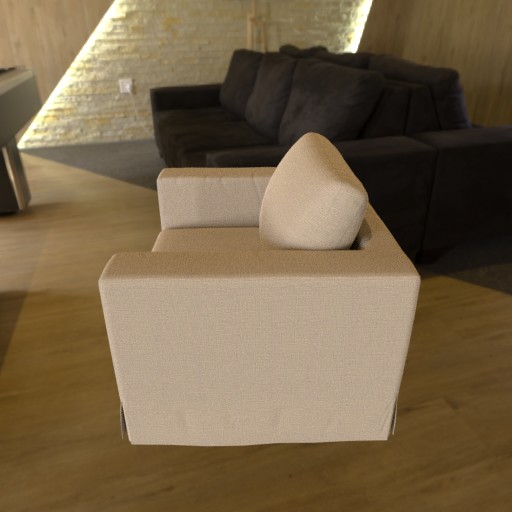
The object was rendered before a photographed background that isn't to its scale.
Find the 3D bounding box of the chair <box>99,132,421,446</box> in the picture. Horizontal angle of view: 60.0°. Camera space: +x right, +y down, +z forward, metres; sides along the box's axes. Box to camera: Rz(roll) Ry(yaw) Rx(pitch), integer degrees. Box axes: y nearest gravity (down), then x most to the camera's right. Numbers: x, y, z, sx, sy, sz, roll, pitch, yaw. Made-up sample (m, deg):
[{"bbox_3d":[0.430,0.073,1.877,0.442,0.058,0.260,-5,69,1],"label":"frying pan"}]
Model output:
[{"bbox_3d":[0.000,0.000,1.839,0.957,0.878,1.150,-1,27,-1],"label":"chair"}]
